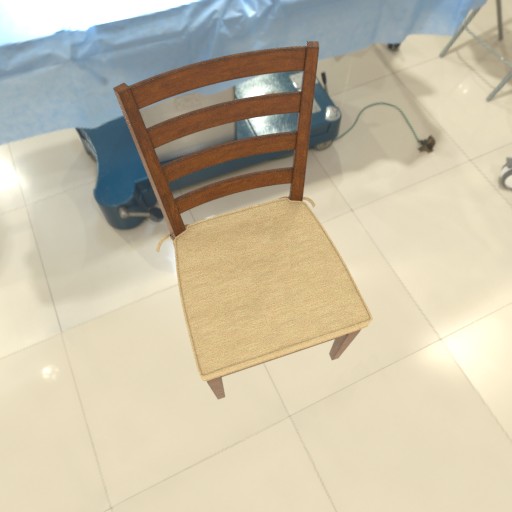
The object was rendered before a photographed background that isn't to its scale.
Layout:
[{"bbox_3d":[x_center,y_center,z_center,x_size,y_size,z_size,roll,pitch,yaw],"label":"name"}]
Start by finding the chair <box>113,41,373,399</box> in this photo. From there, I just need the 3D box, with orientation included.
[{"bbox_3d":[0.000,0.000,1.354,0.593,0.979,0.595,-17,64,-8],"label":"chair"}]
